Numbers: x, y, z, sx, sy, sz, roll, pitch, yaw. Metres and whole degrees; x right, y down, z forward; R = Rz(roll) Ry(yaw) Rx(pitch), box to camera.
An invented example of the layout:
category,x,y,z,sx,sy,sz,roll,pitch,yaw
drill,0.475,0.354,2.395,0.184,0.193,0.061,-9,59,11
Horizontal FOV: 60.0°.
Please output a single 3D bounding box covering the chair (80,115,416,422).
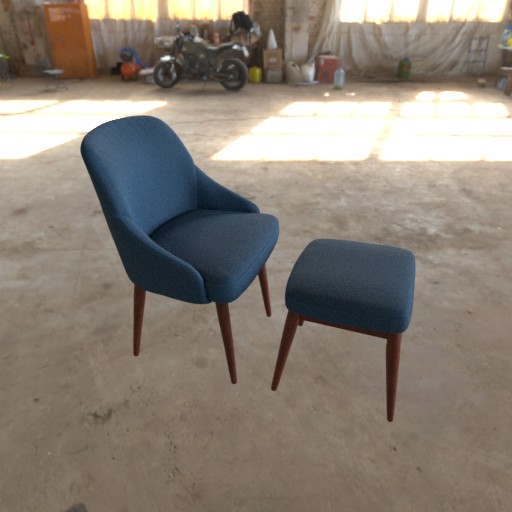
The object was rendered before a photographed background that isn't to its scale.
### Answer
category,x,y,z,sx,sy,sz,roll,pitch,yaw
chair,0.000,0.000,1.596,1.114,0.866,0.584,10,32,17
